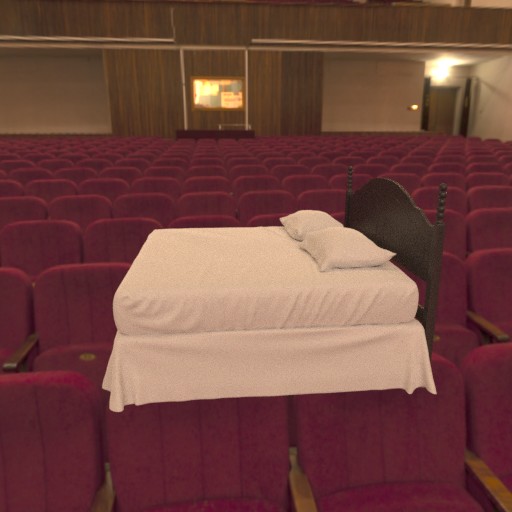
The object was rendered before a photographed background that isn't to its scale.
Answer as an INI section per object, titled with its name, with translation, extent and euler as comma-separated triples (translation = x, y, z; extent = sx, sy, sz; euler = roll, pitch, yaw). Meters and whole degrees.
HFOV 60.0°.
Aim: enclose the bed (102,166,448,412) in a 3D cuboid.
[bed]
translation = 0.000, 0.000, 3.695
extent = 2.219, 1.355, 2.322
euler = -2, 15, -6
